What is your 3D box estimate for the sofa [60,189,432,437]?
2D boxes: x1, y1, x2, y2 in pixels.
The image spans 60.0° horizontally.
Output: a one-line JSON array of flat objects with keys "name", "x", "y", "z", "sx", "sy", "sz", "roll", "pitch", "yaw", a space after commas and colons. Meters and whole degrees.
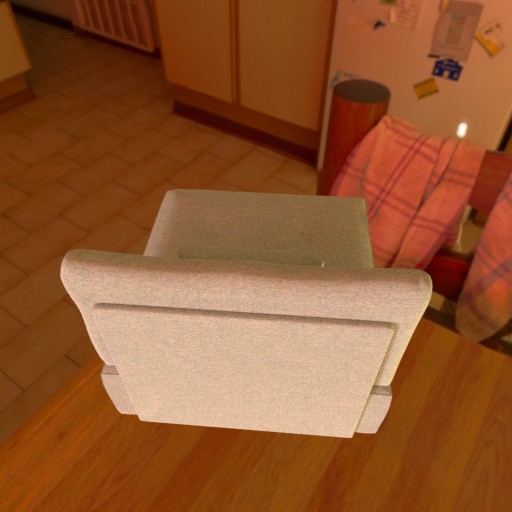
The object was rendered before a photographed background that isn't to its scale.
[{"name": "sofa", "x": 0.000, "y": 0.000, "z": 1.651, "sx": 0.930, "sy": 0.820, "sz": 1.000, "roll": 3, "pitch": 46, "yaw": 3}]
